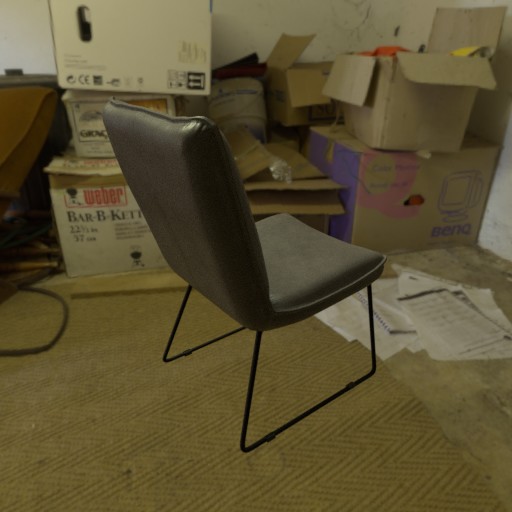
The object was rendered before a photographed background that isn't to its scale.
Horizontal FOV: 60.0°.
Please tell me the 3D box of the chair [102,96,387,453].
[{"bbox_3d":[0.000,0.000,1.360,0.688,0.932,0.515,-18,31,-33],"label":"chair"}]
